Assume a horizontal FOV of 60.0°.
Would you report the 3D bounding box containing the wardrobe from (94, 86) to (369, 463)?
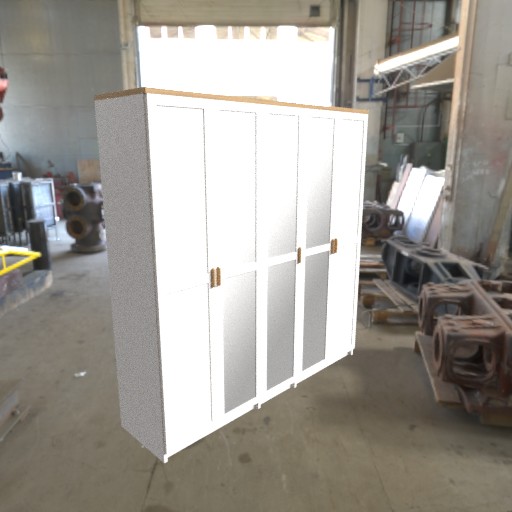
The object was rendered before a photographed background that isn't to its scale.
[{"bbox_3d":[0.000,0.000,3.472,0.590,2.260,2.160,13,19,43],"label":"wardrobe"}]
